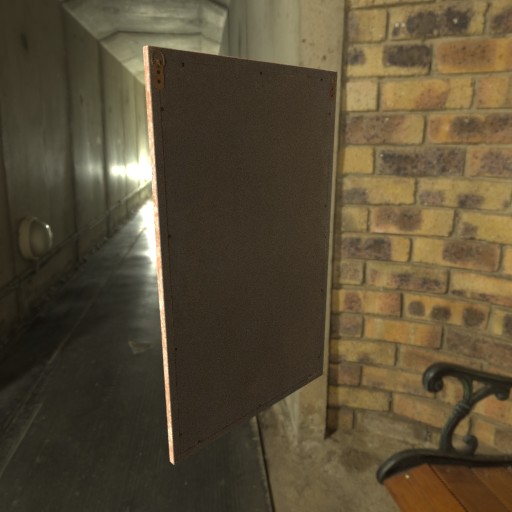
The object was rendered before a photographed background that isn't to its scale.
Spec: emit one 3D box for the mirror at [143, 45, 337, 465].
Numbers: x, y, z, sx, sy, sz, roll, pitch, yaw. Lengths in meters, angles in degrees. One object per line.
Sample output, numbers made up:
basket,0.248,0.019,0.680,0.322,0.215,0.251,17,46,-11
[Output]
mirror,0.000,0.000,0.971,0.495,0.787,0.058,-15,22,-42
